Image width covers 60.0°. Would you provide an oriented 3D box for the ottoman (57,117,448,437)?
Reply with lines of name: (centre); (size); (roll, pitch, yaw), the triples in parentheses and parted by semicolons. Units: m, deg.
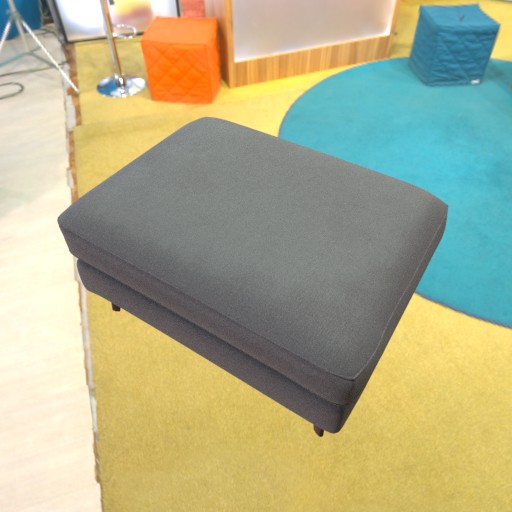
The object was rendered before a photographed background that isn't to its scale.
ottoman: (0.000, 0.000, 1.193); (0.811, 0.449, 0.608); (25, 52, 22)
